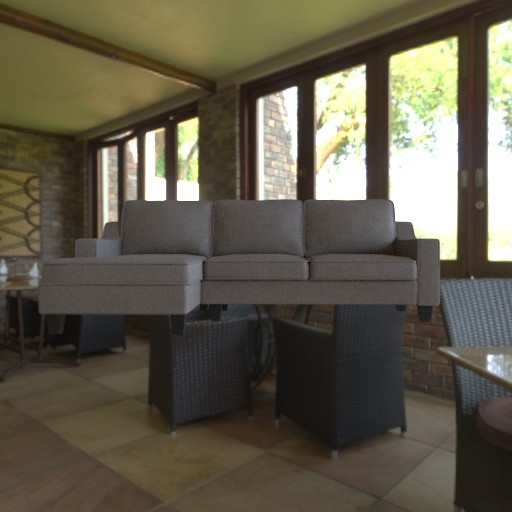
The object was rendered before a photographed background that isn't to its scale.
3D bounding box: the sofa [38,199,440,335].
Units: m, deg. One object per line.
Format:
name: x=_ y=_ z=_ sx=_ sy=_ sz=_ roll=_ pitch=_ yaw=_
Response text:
sofa: x=0.000 y=0.000 z=3.220 sx=2.561 sy=0.928 sz=1.294 roll=0 pitch=1 yaw=1
